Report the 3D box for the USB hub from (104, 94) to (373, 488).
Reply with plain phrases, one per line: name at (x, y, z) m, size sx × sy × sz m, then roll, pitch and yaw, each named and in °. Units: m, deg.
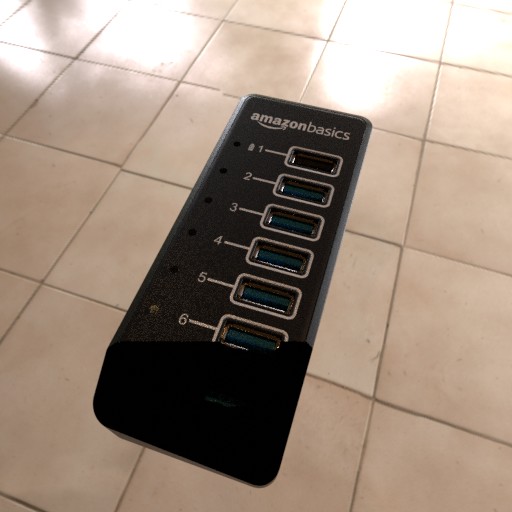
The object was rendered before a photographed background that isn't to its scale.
USB hub at (0.000, 0.000, 0.126) m, size 0.044 × 0.023 × 0.110 m, roll 15°, pitch 59°, yaw 10°
